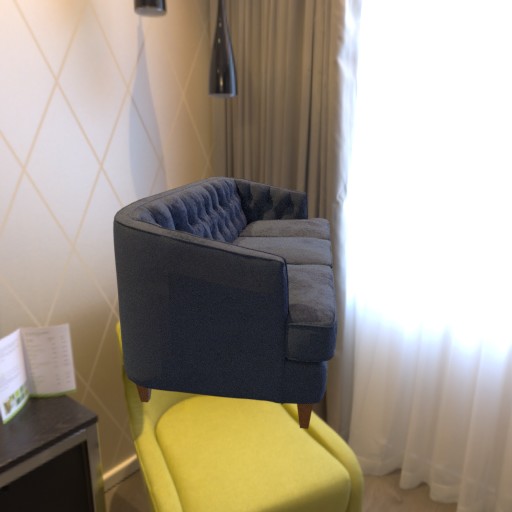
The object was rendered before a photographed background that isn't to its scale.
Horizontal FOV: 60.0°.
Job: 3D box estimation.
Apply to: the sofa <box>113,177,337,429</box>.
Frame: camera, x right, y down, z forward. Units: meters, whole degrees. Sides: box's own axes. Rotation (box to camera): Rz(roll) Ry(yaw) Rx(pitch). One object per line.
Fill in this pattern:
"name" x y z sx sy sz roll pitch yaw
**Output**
"sofa" 0.000 0.000 2.742 0.941 0.855 2.278 2 15 8
